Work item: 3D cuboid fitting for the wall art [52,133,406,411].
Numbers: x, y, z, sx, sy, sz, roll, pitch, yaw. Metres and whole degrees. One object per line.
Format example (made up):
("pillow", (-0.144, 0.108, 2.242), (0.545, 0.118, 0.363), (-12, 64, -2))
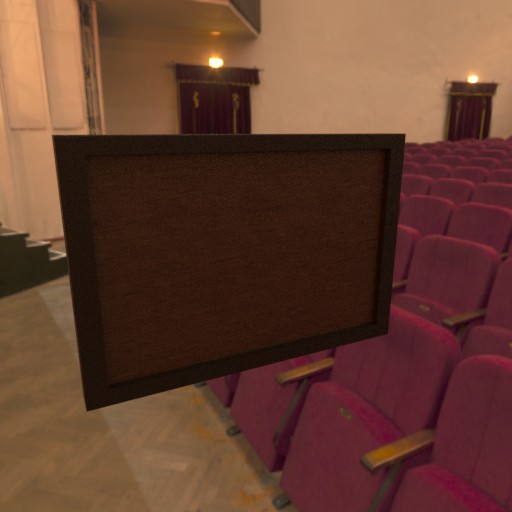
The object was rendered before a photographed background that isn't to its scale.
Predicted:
("wall art", (0.000, 0.000, 0.860), (0.671, 0.456, 0.051), (-8, 18, -25))
